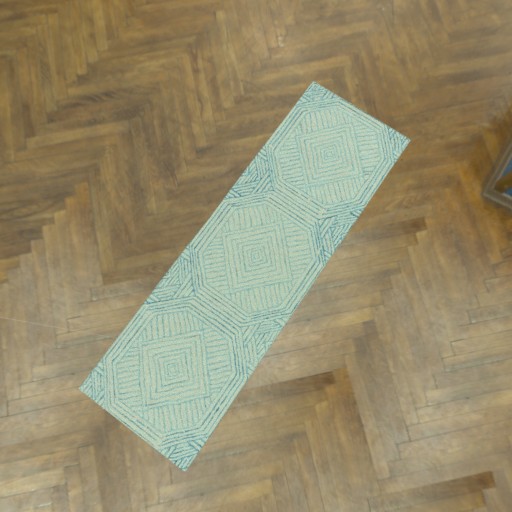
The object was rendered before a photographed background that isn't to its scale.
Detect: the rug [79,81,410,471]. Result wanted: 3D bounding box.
[{"bbox_3d":[0.000,0.000,2.727,0.775,0.012,2.452,34,79,8],"label":"rug"}]
